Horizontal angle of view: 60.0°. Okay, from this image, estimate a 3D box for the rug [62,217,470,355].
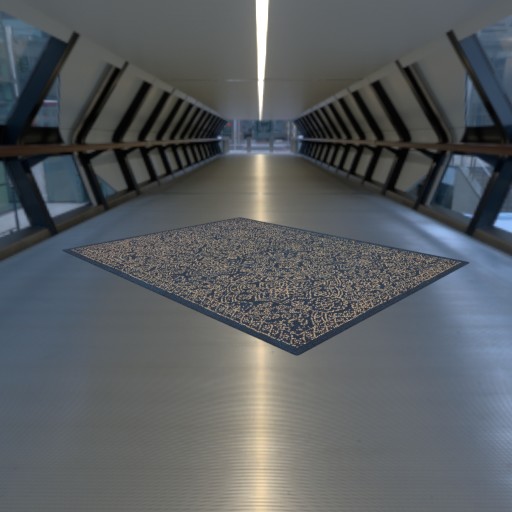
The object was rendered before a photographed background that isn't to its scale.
[{"bbox_3d":[0.000,0.000,4.217,3.048,0.010,2.438,15,22,43],"label":"rug"}]
